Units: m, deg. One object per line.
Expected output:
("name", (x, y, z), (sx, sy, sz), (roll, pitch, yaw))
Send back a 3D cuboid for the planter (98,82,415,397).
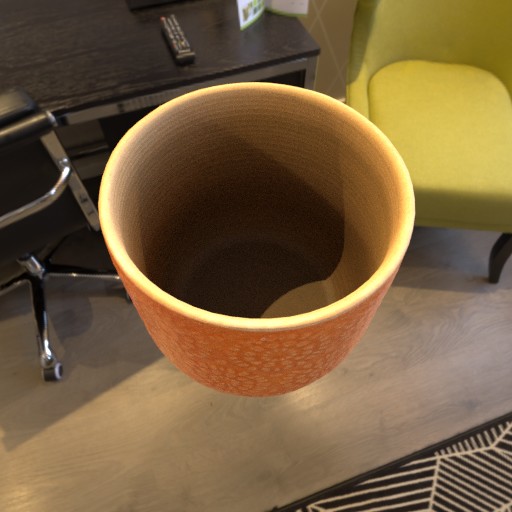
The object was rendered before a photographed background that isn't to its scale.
("planter", (0.000, 0.000, 0.291), (0.170, 0.152, 0.170), (0, 58, 0))
